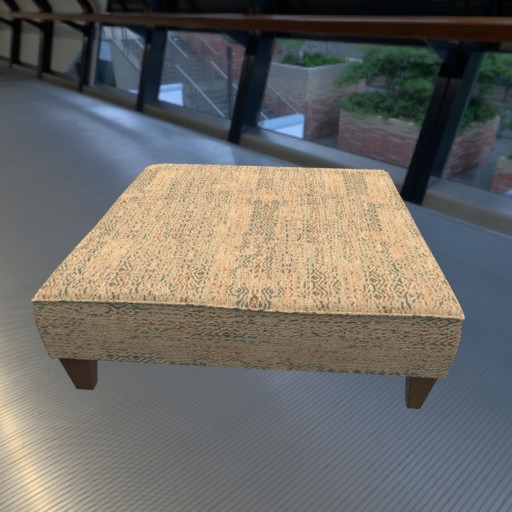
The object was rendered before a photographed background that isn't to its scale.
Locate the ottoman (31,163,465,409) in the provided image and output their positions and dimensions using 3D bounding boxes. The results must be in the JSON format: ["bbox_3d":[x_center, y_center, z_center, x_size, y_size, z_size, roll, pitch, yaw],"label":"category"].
[{"bbox_3d":[0.000,0.000,1.483,1.004,0.356,0.968,2,30,4],"label":"ottoman"}]
